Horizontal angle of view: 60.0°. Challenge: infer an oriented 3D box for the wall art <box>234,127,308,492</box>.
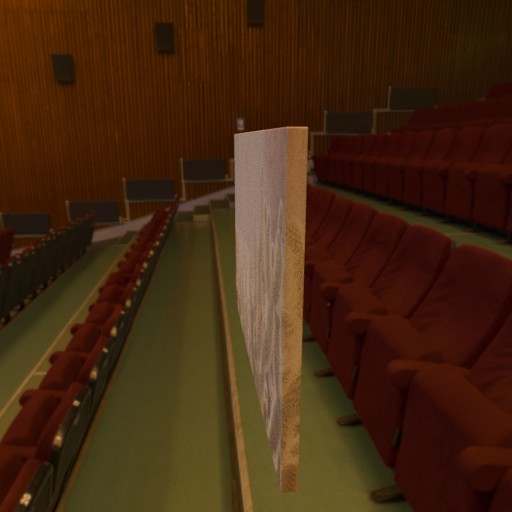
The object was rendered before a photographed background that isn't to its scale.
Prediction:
[{"bbox_3d":[0.000,0.000,1.409,0.041,0.758,1.142,-2,15,-7],"label":"wall art"}]
